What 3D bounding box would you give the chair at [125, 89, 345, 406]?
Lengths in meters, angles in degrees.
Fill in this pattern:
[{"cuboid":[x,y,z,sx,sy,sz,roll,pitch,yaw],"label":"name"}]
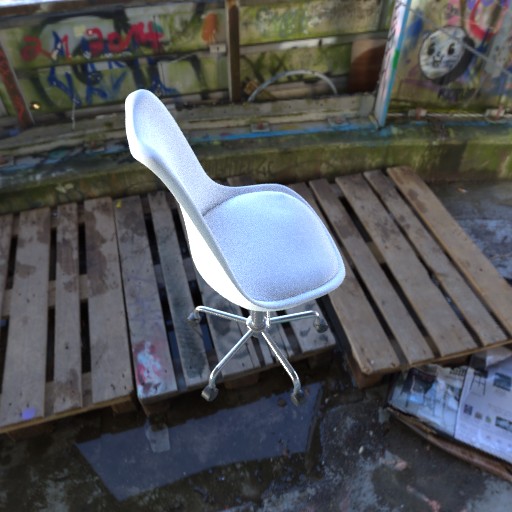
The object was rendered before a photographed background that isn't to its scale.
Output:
[{"cuboid":[0.000,0.000,1.280,0.550,0.930,0.550,-11,47,-10],"label":"chair"}]
